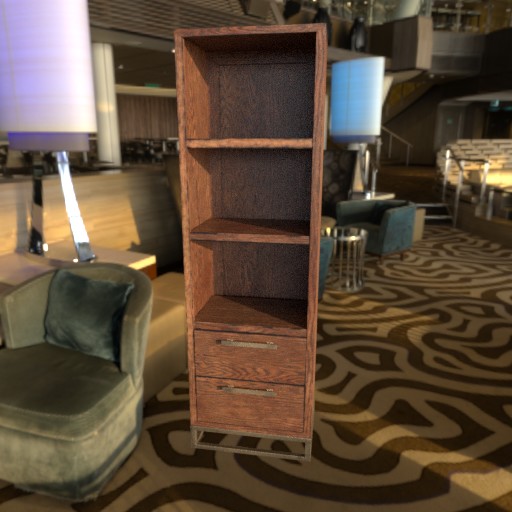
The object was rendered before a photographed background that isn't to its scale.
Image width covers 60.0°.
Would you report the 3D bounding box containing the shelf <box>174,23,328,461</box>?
[{"bbox_3d":[0.000,0.000,1.917,0.539,1.732,0.395,3,15,9],"label":"shelf"}]
